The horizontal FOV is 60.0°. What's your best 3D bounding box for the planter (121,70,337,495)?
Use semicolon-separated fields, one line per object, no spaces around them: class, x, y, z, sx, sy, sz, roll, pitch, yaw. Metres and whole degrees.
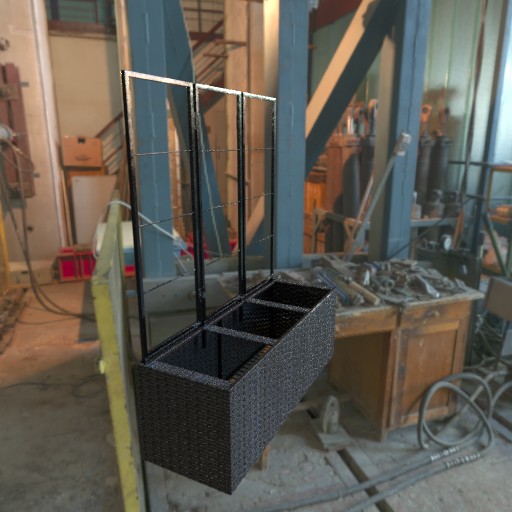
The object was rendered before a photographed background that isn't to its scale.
planter;0.000;0.000;1.165;0.244;0.841;0.699;7;16;26
